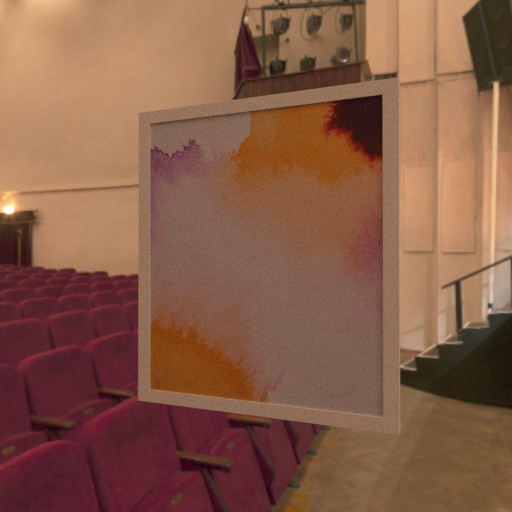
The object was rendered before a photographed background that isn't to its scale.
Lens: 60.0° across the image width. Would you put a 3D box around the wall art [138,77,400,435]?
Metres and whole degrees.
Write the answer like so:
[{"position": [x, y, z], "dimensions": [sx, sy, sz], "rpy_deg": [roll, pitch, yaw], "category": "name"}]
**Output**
[{"position": [0.000, 0.000, 0.780], "dimensions": [0.482, 0.557, 0.012], "rpy_deg": [0, -1, 21], "category": "wall art"}]
